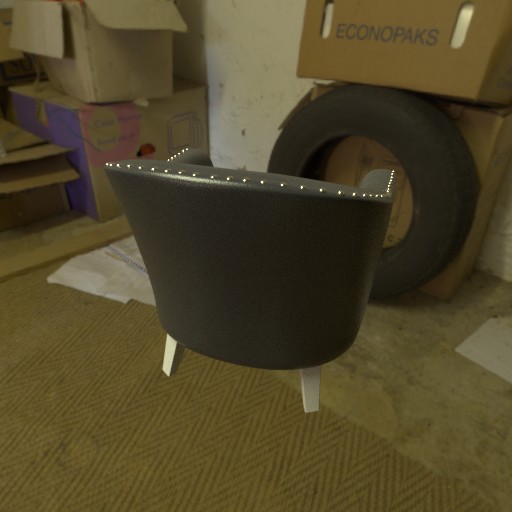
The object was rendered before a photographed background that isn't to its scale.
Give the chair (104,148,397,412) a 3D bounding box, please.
[{"bbox_3d":[0.000,0.000,1.447,0.794,0.823,0.748,10,33,15],"label":"chair"}]
